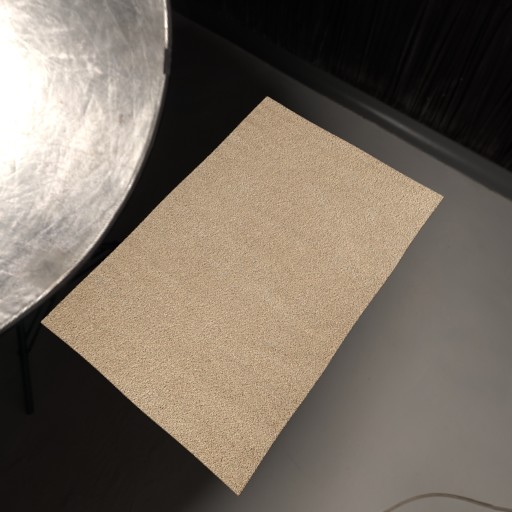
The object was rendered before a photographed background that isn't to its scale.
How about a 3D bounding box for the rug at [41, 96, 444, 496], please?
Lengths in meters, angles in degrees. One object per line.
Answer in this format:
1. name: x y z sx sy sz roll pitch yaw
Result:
1. rug: 0.000 0.000 3.392 1.800 0.025 2.699 35 69 15
